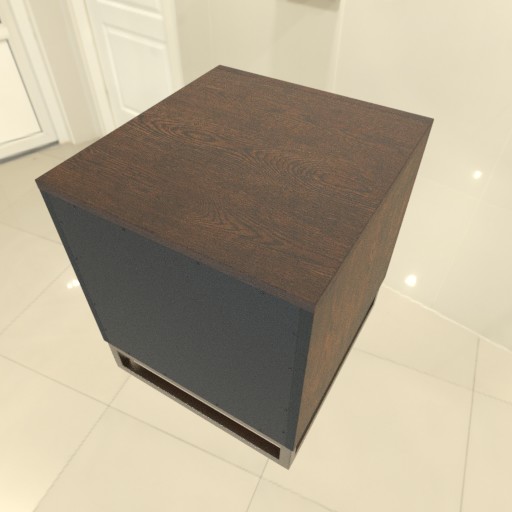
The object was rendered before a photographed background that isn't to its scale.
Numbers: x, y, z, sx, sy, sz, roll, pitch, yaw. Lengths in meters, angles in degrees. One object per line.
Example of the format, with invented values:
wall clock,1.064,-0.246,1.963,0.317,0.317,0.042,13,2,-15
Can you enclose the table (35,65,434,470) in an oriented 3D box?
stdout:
table,0.000,0.000,1.009,0.506,0.582,0.566,23,50,21
